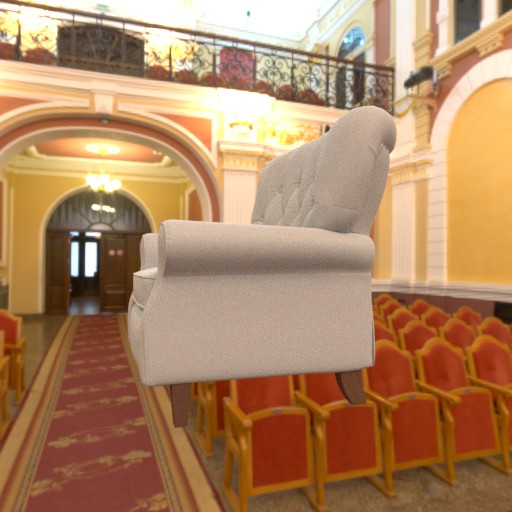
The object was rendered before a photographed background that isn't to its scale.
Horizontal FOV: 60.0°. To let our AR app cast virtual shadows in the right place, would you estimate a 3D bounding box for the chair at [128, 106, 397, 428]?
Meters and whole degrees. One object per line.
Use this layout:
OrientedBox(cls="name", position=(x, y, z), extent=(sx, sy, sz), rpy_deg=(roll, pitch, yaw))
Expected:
OrientedBox(cls="chair", position=(0.000, 0.000, 2.082), extent=(1.128, 1.217, 1.090), rpy_deg=(0, -1, -19))
